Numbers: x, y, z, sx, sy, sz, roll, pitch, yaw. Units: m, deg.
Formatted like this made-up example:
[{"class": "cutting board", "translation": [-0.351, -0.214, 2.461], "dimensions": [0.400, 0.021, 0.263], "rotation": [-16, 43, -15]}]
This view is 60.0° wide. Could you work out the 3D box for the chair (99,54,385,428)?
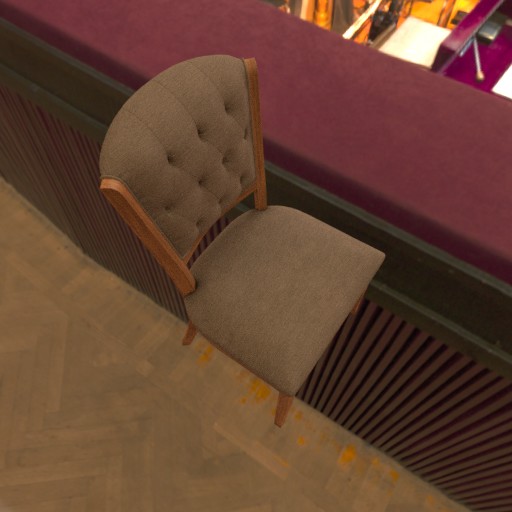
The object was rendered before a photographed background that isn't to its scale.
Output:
[{"class": "chair", "translation": [0.000, 0.000, 1.238], "dimensions": [0.584, 0.905, 0.513], "rotation": [31, 63, 18]}]
